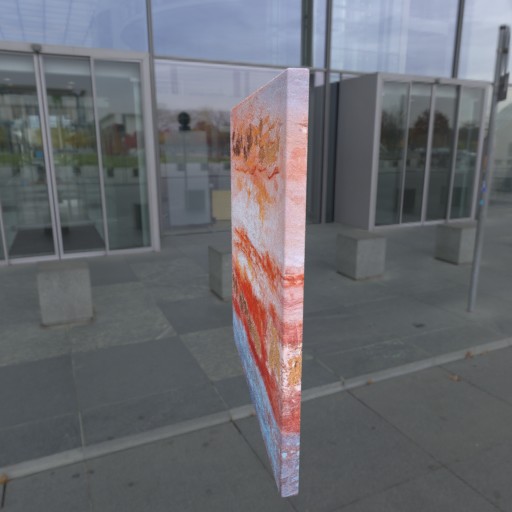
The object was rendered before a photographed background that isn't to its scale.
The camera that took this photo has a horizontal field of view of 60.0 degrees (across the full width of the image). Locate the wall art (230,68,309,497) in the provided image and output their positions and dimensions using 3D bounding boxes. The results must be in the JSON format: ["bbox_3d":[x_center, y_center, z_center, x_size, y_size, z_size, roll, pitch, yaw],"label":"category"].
[{"bbox_3d":[0.000,0.000,1.095,0.035,0.747,0.747,-2,14,-9],"label":"wall art"}]
